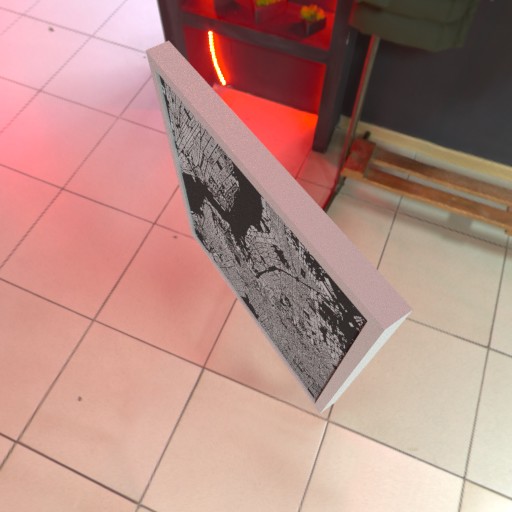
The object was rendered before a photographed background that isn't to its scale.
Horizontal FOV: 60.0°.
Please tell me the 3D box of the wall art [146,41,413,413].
[{"bbox_3d":[0.000,0.000,0.763,0.038,0.506,0.506,-31,66,-16],"label":"wall art"}]
